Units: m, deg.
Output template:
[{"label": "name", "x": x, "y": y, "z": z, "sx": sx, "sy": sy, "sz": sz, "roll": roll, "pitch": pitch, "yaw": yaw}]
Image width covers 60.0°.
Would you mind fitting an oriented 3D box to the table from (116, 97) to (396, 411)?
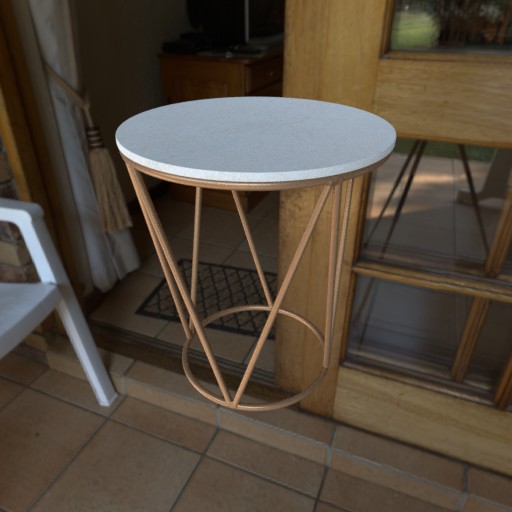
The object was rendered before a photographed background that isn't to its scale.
[{"label": "table", "x": 0.000, "y": 0.000, "z": 0.962, "sx": 0.500, "sy": 0.564, "sz": 0.500, "roll": 0, "pitch": 31, "yaw": 0}]
